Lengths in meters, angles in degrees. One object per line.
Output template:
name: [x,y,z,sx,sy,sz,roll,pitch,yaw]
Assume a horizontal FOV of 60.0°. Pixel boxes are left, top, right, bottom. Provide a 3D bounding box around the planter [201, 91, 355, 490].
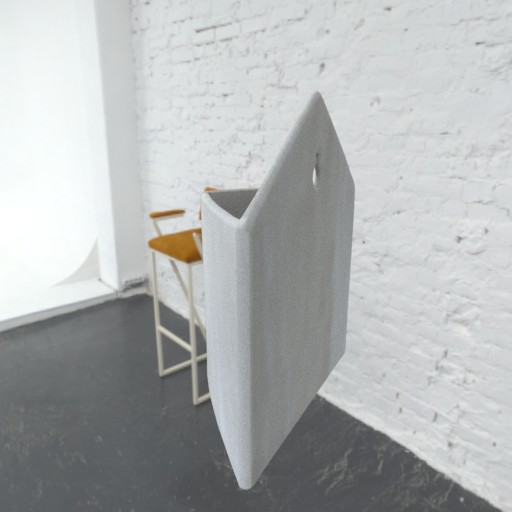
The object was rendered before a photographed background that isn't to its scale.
planter: [0.000,0.000,0.280,0.080,0.194,0.163,9,18,27]
